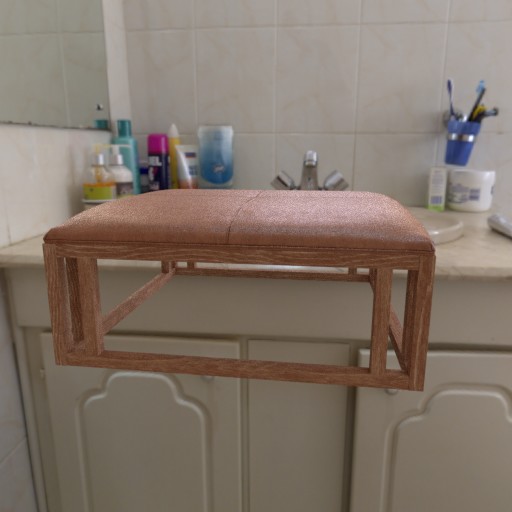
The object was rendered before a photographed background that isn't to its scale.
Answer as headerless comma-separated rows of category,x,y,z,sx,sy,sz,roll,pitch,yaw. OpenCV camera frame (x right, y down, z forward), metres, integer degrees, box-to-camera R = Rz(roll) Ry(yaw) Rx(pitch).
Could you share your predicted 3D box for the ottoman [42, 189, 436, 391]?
ottoman,0.000,0.000,1.631,1.016,0.442,1.013,2,13,8
